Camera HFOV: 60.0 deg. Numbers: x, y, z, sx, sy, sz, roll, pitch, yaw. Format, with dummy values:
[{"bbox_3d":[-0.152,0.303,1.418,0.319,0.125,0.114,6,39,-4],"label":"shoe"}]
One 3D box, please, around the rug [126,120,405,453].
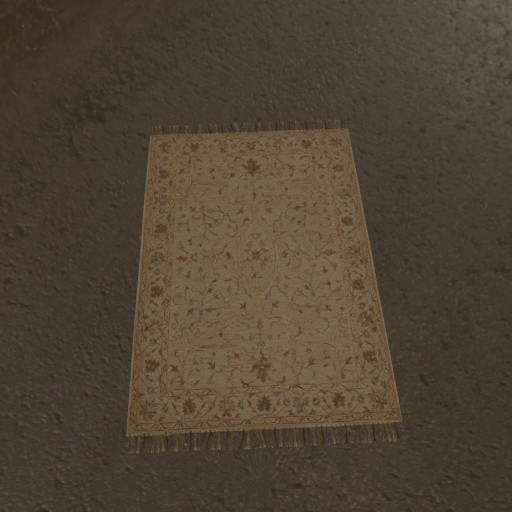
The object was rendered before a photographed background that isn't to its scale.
[{"bbox_3d":[0.000,0.000,2.330,1.218,0.017,1.861,-2,63,-1],"label":"rug"}]
